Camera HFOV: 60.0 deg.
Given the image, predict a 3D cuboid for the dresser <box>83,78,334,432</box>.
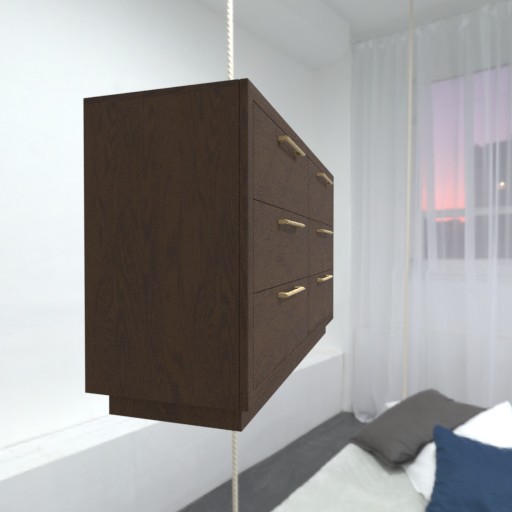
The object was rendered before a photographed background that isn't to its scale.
[{"bbox_3d":[0.000,0.000,1.872,0.512,0.889,1.523,0,1,18],"label":"dresser"}]
